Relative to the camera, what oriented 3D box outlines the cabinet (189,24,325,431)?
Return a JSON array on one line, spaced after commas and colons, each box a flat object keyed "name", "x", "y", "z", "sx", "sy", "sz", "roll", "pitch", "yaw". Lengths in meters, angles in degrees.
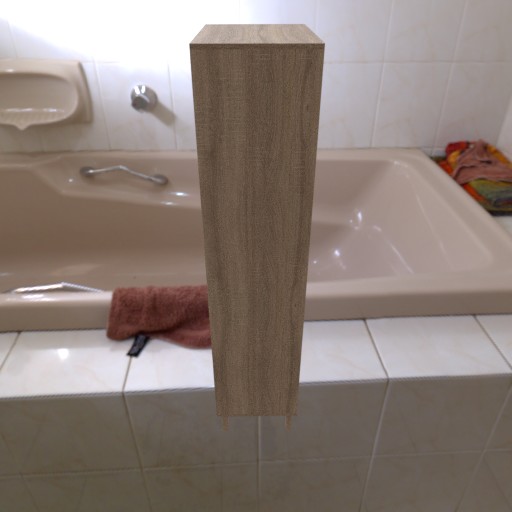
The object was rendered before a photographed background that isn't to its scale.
[{"name": "cabinet", "x": 0.000, "y": 0.000, "z": 2.042, "sx": 0.400, "sy": 1.850, "sz": 0.570, "roll": 0, "pitch": 33, "yaw": -1}]
